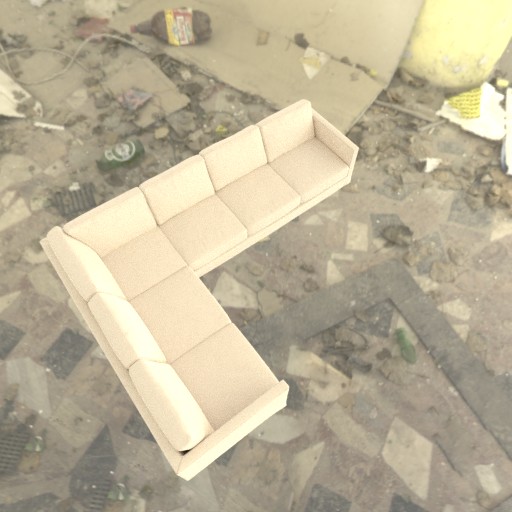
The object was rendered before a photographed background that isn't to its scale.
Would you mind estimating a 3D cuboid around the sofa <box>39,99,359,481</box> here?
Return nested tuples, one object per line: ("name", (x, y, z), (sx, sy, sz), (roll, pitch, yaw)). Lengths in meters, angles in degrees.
("sofa", (0.000, 0.000, 4.254), (3.182, 0.863, 2.432), (-33, 64, -18))
